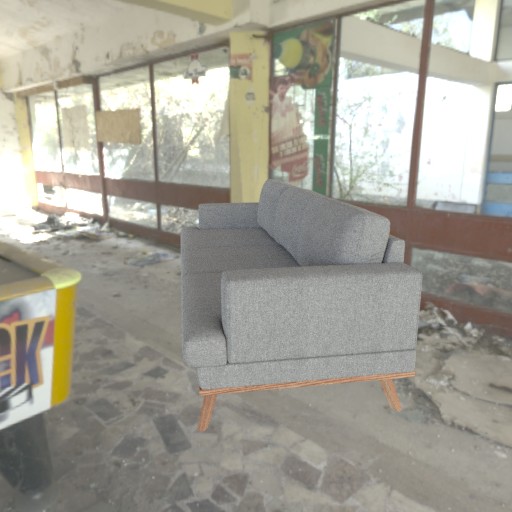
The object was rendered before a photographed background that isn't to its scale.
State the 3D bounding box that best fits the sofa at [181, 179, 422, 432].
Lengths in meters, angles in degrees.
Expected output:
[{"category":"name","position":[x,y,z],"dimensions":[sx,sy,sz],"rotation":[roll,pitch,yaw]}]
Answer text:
[{"category":"sofa","position":[0.000,0.000,2.739],"dimensions":[0.920,0.810,2.310],"rotation":[-2,14,-9]}]
